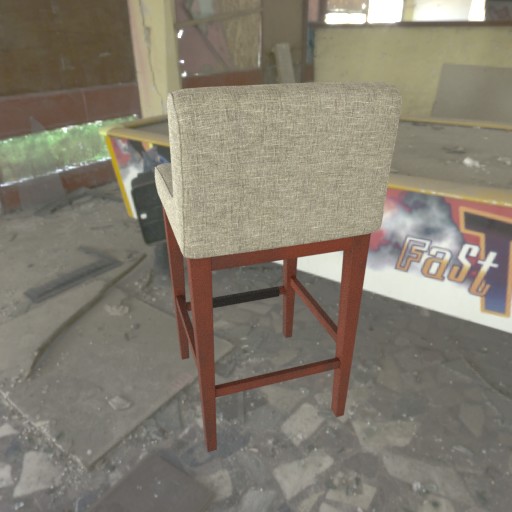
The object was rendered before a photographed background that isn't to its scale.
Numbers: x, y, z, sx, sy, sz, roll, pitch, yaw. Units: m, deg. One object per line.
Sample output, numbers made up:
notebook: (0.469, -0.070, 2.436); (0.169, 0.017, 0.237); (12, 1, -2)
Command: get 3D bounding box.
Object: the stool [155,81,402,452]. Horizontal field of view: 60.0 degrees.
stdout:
stool: (0.000, 0.000, 1.101); (0.417, 0.835, 0.459); (-9, 28, -16)
